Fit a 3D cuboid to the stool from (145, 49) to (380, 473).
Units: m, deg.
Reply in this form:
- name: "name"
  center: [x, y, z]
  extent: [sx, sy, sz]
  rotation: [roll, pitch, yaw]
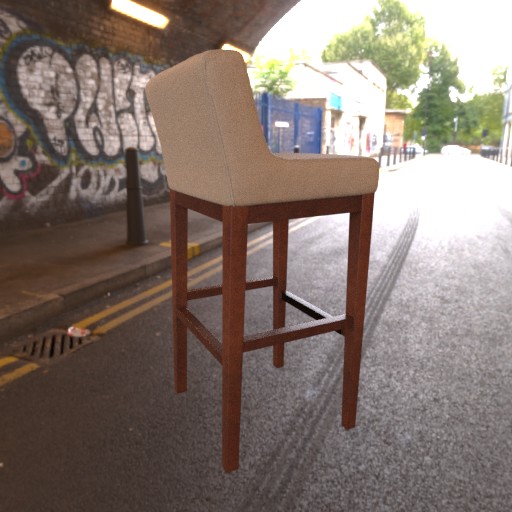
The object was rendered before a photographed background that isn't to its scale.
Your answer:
- name: "stool"
  center: [0.000, 0.000, 1.323]
  extent: [0.500, 1.037, 0.511]
  rotation: [-7, 16, -26]
